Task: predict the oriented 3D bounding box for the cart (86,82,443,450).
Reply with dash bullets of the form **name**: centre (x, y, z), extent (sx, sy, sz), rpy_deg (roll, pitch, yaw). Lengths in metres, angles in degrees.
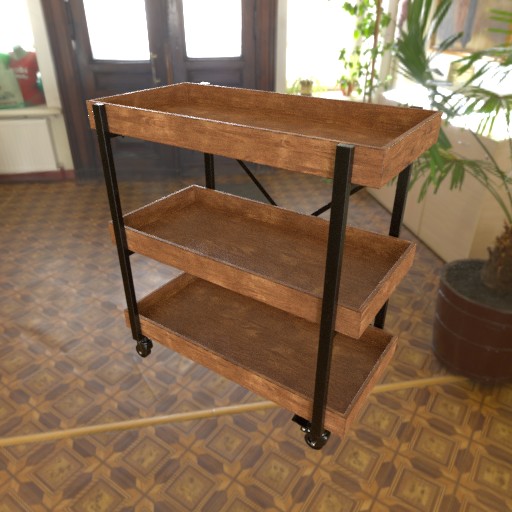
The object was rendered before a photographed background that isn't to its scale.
- **cart**: centre (0.000, 0.000, 1.221), extent (0.750, 0.800, 0.411), rpy_deg (18, 34, 29)
